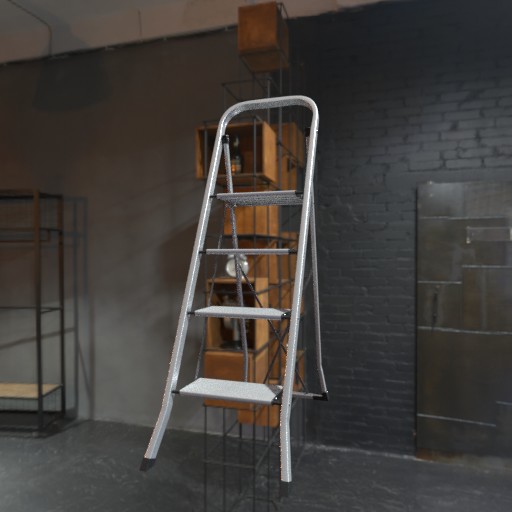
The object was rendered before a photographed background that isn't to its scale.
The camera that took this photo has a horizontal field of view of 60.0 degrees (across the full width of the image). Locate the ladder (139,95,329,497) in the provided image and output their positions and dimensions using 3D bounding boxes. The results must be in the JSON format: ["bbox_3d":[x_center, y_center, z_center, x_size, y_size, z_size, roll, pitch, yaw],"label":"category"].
[{"bbox_3d":[0.000,0.000,1.651,0.465,1.290,0.830,0,0,19],"label":"ladder"}]
